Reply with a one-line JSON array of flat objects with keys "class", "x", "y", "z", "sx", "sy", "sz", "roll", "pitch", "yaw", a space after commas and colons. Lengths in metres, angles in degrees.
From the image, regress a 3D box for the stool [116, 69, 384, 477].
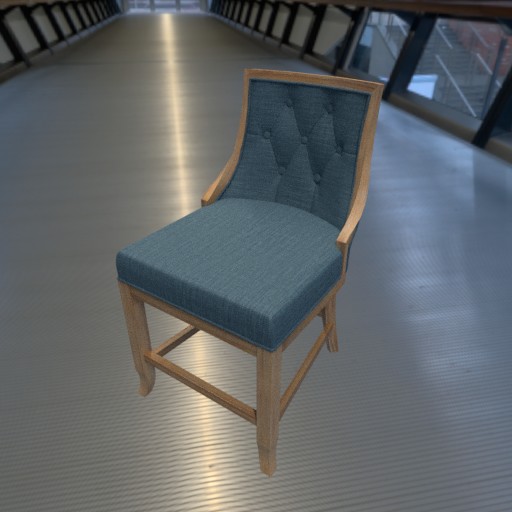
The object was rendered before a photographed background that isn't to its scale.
[{"class": "stool", "x": 0.000, "y": 0.000, "z": 1.320, "sx": 0.524, "sy": 0.938, "sz": 0.626, "roll": 20, "pitch": 37, "yaw": 29}]
